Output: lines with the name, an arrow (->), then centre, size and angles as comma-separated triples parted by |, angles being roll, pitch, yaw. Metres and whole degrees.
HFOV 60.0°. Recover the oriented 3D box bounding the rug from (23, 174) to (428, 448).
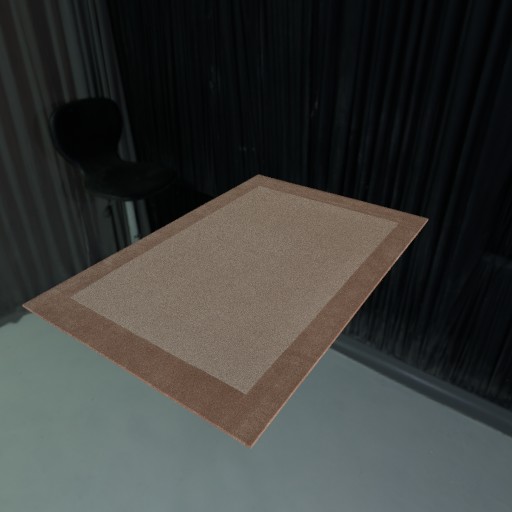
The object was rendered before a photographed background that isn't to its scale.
rug -> 0.000, 0.000, 2.276 | 1.219, 0.014, 1.829 | 20, 37, 29
